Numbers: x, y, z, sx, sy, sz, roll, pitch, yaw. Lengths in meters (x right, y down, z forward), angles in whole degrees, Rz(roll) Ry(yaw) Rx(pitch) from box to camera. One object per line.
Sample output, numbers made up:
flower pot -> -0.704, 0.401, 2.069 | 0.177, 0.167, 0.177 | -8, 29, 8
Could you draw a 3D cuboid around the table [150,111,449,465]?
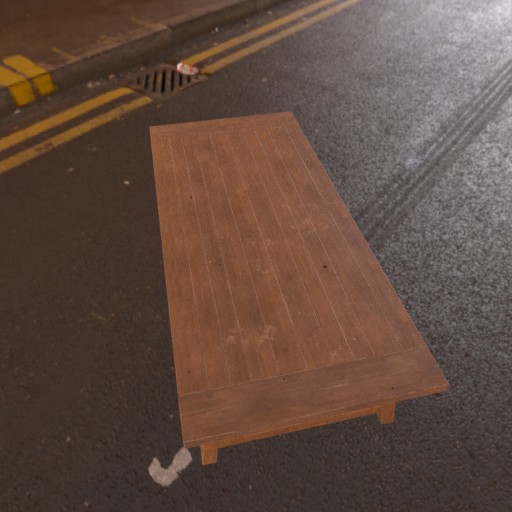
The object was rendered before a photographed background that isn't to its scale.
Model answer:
table -> 0.000, 0.000, 2.087 | 0.820, 0.465, 1.800 | -9, 46, -9
